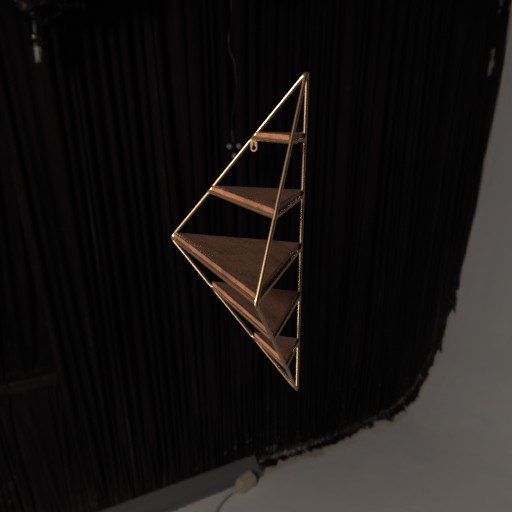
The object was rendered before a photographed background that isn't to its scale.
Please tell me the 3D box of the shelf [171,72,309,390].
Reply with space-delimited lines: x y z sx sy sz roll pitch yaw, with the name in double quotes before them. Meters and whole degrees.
"shelf" 0.000 0.000 1.173 0.294 0.913 0.564 -9 20 -26
